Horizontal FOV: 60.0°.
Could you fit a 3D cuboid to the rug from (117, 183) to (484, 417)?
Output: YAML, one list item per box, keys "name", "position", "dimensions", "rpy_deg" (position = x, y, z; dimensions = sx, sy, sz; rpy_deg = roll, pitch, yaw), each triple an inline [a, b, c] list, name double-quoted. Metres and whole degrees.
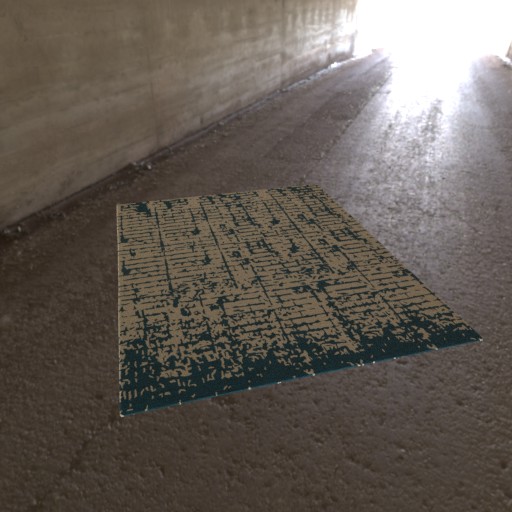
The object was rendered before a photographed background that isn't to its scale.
- name: "rug"
  position: [0.000, 0.000, 4.014]
  dimensions: [2.416, 0.014, 3.017]
  rpy_deg: [-8, 31, -13]
